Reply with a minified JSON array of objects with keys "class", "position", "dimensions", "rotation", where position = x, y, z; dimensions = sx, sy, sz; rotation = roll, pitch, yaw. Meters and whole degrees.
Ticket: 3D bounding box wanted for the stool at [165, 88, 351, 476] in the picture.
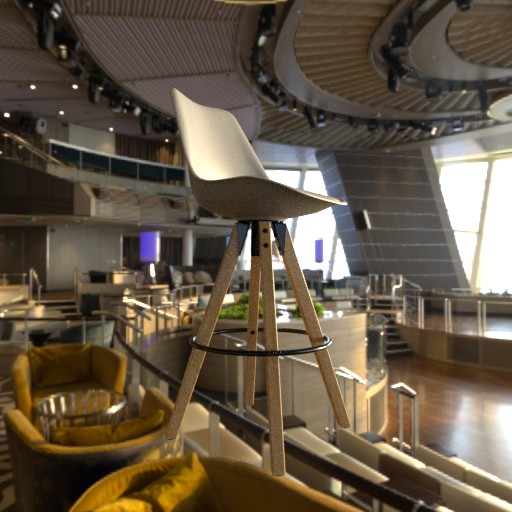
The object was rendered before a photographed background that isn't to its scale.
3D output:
[{"class":"stool","position":[0.000,0.000,1.425],"dimensions":[0.550,1.115,0.485],"rotation":[-1,-1,36]}]
